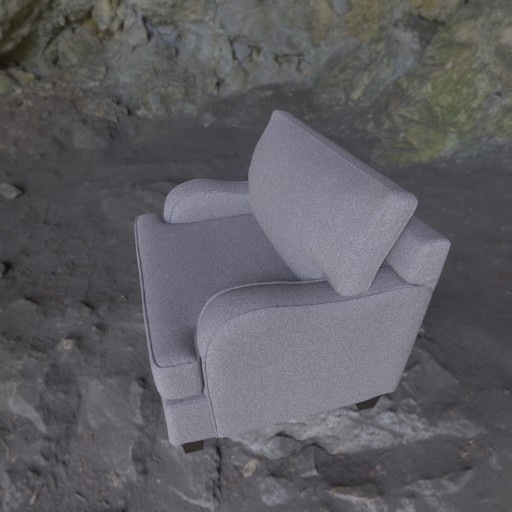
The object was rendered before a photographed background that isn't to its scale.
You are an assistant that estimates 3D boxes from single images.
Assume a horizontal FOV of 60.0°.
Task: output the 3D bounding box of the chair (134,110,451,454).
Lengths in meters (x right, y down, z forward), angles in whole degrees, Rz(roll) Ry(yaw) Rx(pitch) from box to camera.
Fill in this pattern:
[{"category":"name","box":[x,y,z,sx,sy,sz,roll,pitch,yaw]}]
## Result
[{"category":"chair","box":[0.000,0.000,2.007,1.040,1.016,1.220,-8,32,-14]}]
